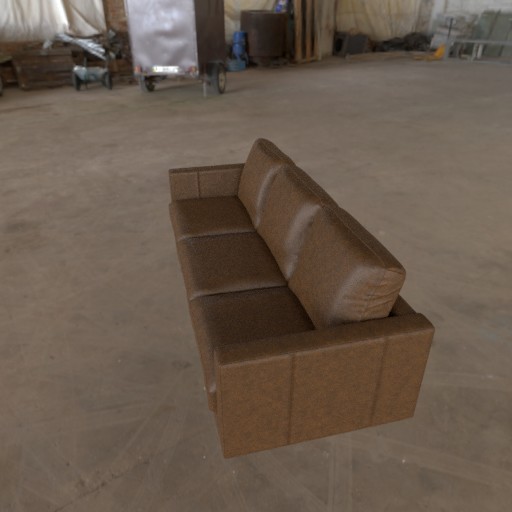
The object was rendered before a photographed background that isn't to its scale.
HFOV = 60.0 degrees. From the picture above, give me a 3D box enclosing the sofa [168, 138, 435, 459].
[{"bbox_3d":[0.000,0.000,2.699,0.903,0.930,2.231,-7,30,-12],"label":"sofa"}]
